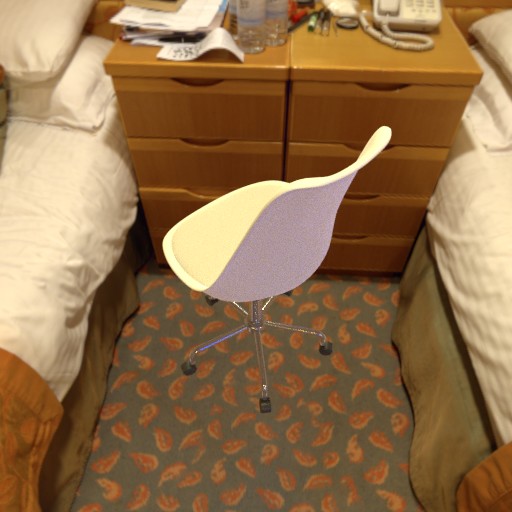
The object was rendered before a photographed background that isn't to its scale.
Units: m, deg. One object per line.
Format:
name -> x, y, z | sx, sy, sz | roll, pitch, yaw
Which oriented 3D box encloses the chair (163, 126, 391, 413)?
chair -> 0.000, 0.000, 1.278 | 0.550, 0.930, 0.550 | -34, 56, -28
